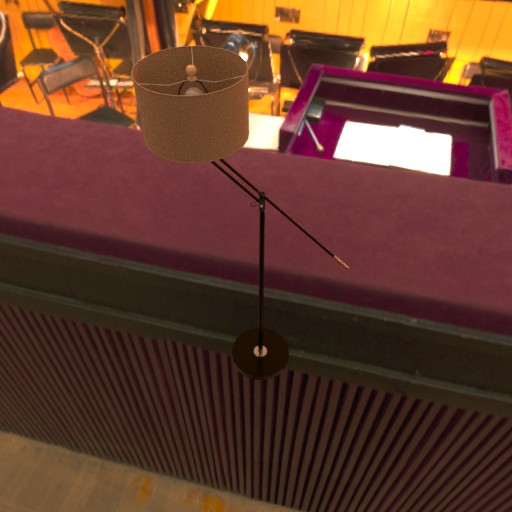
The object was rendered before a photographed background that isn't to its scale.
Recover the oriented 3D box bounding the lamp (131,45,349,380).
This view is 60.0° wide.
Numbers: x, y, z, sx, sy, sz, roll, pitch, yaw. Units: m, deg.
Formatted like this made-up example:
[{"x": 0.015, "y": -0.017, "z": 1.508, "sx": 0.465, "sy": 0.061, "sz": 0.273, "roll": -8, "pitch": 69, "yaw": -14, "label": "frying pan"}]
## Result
[{"x": 0.000, "y": 0.000, "z": 1.969, "sx": 0.809, "sy": 1.635, "sz": 0.373, "roll": 11, "pitch": 47, "yaw": 10, "label": "lamp"}]
